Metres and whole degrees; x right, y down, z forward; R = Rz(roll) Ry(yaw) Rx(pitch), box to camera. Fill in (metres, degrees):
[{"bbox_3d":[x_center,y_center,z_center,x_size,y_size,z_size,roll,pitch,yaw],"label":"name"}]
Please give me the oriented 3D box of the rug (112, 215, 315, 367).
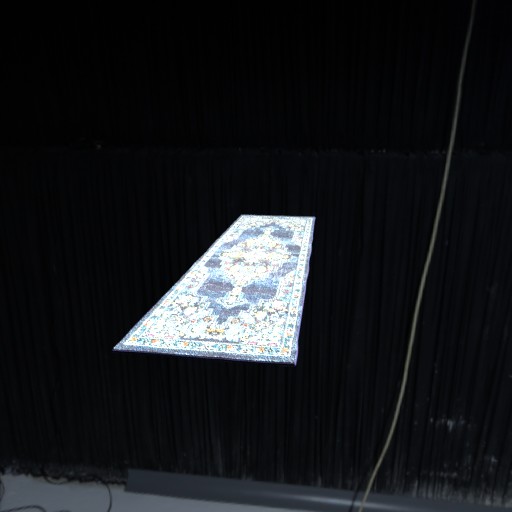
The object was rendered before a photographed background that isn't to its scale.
[{"bbox_3d":[0.000,0.000,2.472,0.602,0.016,2.283,3,17,8],"label":"rug"}]
